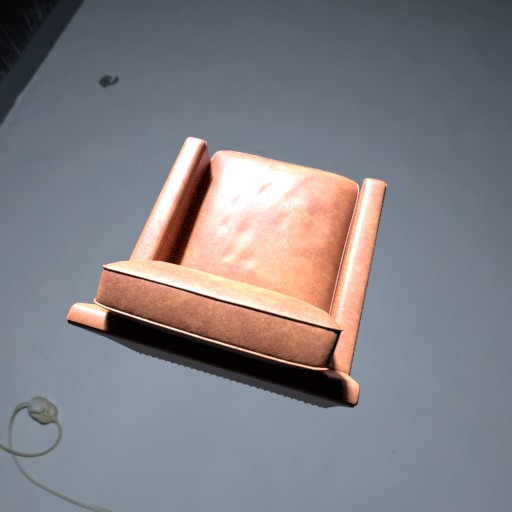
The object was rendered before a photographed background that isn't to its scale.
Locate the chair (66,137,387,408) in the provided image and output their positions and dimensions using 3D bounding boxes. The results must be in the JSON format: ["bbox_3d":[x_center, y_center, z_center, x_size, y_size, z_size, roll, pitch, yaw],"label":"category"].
[{"bbox_3d":[0.000,0.000,1.717,0.853,0.943,1.014,15,65,7],"label":"chair"}]
